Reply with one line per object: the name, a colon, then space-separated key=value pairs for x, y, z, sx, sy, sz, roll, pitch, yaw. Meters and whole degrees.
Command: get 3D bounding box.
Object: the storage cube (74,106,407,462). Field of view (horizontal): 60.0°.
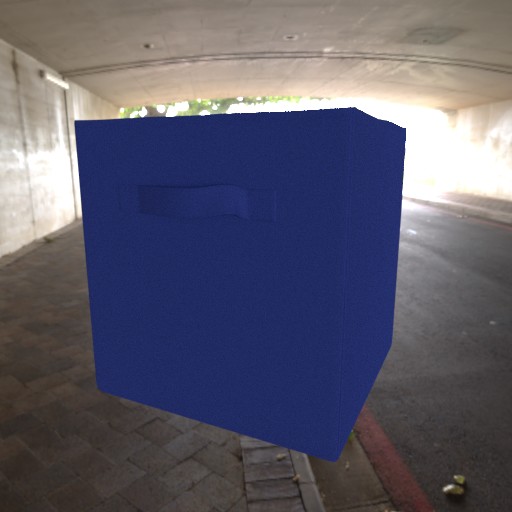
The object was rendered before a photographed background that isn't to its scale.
storage cube: x=0.000 y=0.000 z=0.489 sx=0.270 sy=0.280 sz=0.270 roll=6 pitch=14 yaw=26
